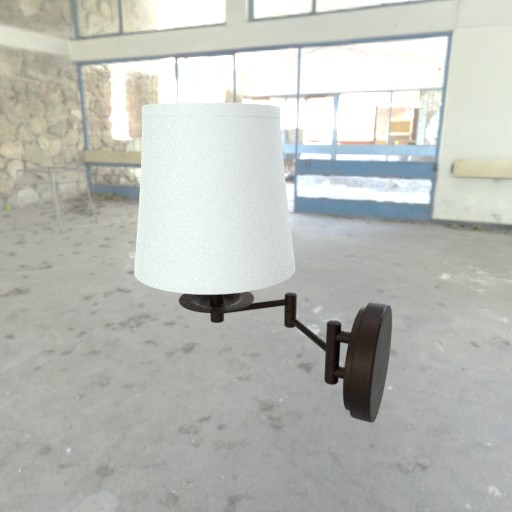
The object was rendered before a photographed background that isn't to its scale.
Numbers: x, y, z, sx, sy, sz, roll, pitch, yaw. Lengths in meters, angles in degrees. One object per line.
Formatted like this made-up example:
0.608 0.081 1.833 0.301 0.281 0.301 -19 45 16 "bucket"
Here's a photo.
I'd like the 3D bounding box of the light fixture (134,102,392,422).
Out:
0.000 0.000 0.267 0.157 0.172 0.100 7 17 24 "light fixture"
